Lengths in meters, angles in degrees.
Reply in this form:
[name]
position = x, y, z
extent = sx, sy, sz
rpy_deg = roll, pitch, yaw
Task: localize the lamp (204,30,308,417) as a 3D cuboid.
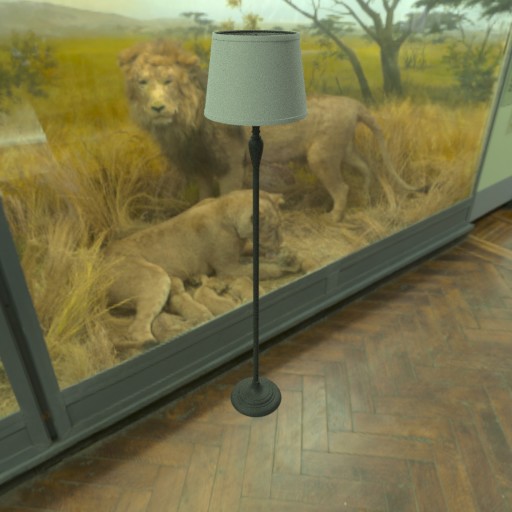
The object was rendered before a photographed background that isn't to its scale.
[lamp]
position = 0.000, 0.000, 1.669
extent = 0.327, 1.506, 0.327
rpy_deg = 11, 32, 18
